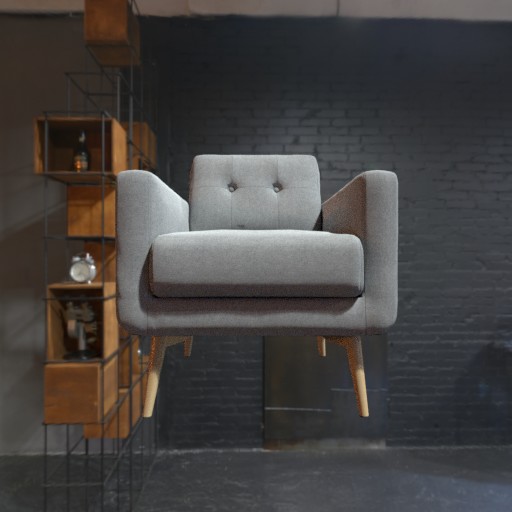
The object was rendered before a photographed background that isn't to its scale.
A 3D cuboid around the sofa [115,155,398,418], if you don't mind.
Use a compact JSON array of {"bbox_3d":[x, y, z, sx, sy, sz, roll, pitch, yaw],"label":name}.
[{"bbox_3d":[0.000,0.000,1.594,0.770,0.860,0.920,0,0,0],"label":"sofa"}]
